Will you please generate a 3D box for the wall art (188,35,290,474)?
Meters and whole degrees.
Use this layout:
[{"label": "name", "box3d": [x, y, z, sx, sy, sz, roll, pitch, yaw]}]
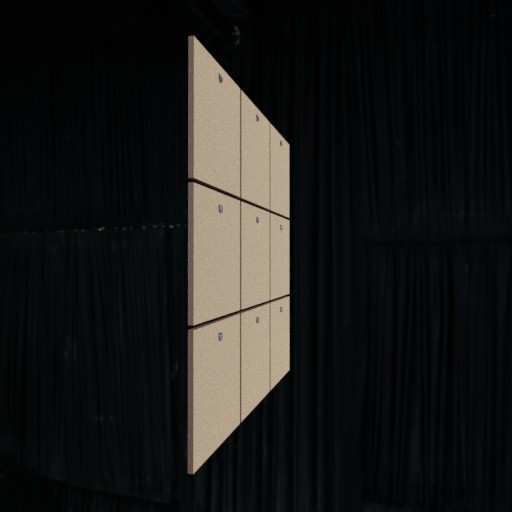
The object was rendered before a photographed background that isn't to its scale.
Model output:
[{"label": "wall art", "box3d": [0.000, 0.000, 1.347, 0.018, 0.904, 0.906, 0, -1, 17]}]
